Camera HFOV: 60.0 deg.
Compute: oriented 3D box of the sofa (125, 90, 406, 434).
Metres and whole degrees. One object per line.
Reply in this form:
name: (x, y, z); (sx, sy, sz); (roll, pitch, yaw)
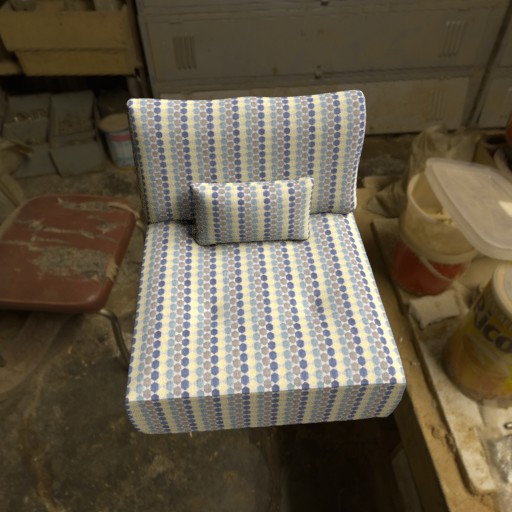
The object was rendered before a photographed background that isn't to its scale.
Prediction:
sofa: (0.000, 0.000, 1.671); (0.930, 0.830, 1.000); (-3, 48, -3)
